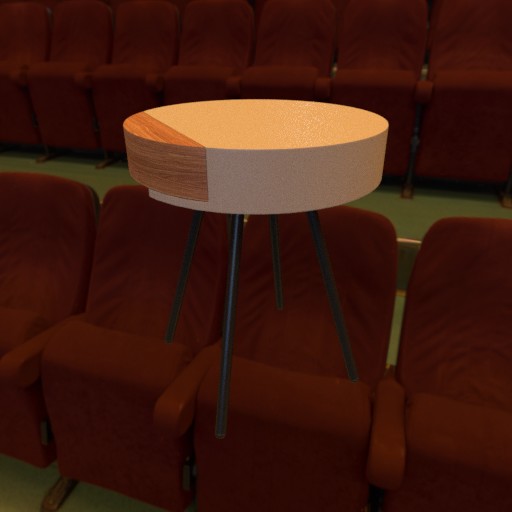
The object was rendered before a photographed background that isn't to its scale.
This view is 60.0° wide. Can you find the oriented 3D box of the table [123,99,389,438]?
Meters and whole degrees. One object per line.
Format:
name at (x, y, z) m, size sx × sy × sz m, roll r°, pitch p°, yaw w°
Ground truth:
table at (0.000, 0.000, 0.868) m, size 0.450 × 0.525 × 0.450 m, roll 0°, pitch 27°, yaw 0°
